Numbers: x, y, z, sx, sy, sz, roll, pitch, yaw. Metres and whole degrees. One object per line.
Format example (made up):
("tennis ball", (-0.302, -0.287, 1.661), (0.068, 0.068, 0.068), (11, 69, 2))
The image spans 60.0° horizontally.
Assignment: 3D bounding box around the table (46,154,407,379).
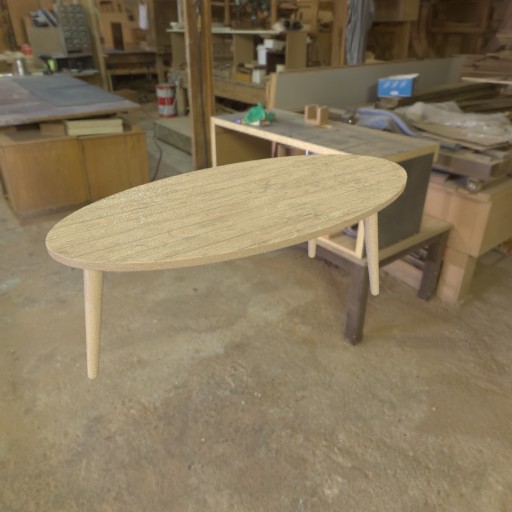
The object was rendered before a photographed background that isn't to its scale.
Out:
("table", (0.000, 0.000, 1.307), (1.083, 0.390, 0.542), (-19, 34, -30))
